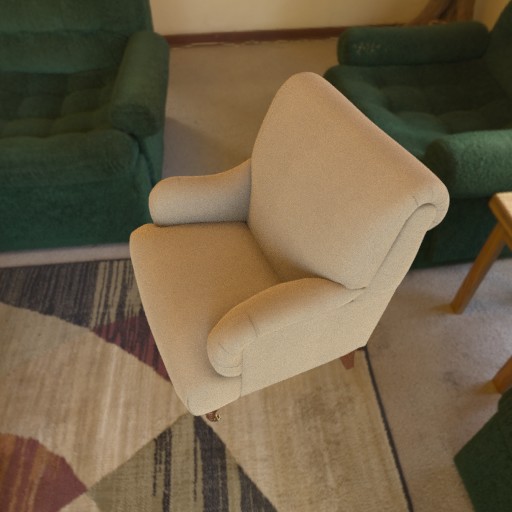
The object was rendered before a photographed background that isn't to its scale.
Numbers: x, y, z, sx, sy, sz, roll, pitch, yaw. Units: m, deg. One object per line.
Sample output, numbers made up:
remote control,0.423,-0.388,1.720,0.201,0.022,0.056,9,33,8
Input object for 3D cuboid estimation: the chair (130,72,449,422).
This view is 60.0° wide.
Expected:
chair,0.000,0.000,1.575,0.842,0.942,0.766,-18,50,-16
